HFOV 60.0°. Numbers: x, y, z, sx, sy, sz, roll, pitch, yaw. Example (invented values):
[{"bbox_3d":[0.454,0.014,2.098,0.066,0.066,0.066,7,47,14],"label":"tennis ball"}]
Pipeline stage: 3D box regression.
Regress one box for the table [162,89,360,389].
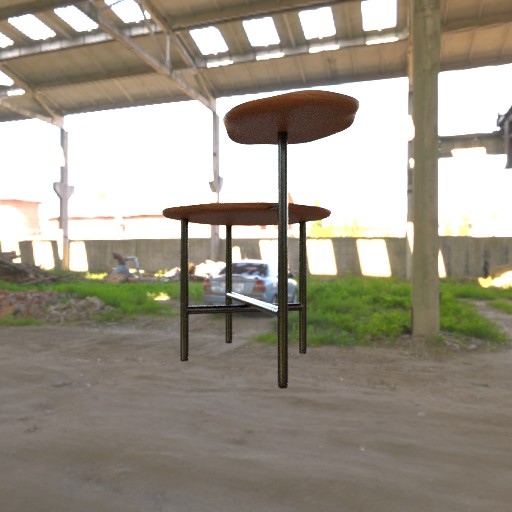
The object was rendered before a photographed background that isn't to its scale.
[{"bbox_3d":[0.000,0.000,1.085,0.442,0.538,0.759,0,0,-15],"label":"table"}]
